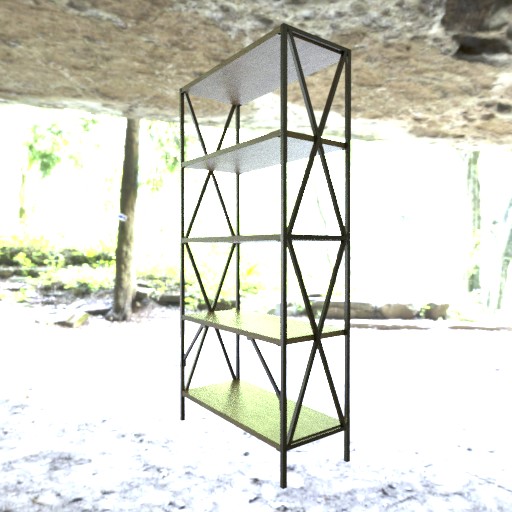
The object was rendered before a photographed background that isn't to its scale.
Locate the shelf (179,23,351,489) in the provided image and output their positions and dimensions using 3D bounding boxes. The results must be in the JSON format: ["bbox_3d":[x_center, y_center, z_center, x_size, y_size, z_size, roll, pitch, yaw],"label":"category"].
[{"bbox_3d":[0.000,0.000,2.180,0.386,1.803,0.874,-1,1,-37],"label":"shelf"}]
